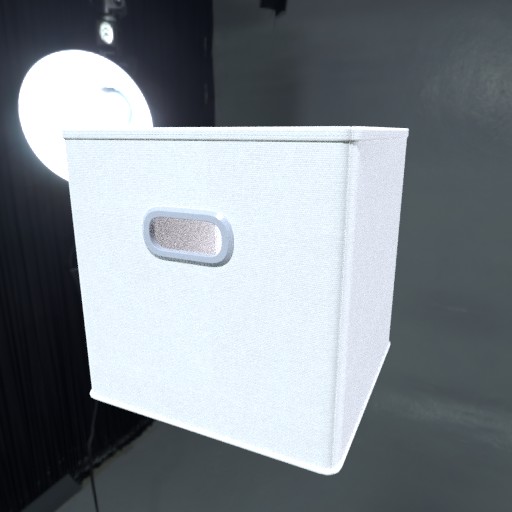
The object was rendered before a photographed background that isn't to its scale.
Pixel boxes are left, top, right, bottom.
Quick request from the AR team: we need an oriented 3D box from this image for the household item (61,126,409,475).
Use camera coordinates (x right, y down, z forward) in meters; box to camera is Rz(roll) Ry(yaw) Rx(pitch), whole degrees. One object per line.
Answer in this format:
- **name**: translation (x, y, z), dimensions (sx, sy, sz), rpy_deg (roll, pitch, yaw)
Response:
- **household item**: translation (0.000, 0.000, 0.550), dimensions (0.305, 0.305, 0.305), rpy_deg (7, 17, 24)
